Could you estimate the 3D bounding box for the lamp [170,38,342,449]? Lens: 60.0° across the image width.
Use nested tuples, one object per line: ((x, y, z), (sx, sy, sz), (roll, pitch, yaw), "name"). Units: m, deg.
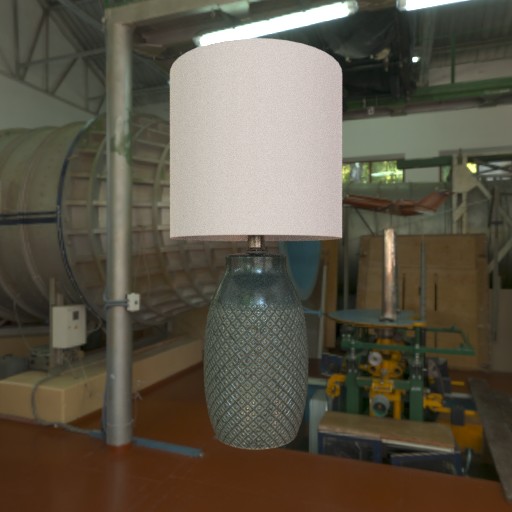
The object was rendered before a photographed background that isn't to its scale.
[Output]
((0.000, 0.000, 0.568), (0.217, 0.453, 0.217), (0, 0, -36), "lamp")
